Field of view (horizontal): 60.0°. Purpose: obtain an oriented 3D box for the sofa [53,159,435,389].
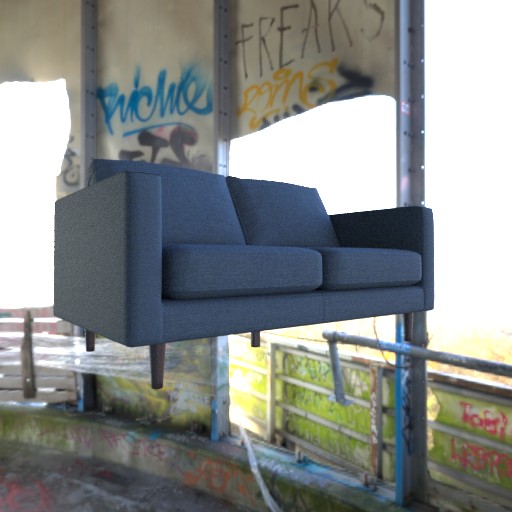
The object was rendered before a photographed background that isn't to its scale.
[{"bbox_3d":[0.000,0.000,2.201,1.659,0.907,0.999,0,0,-37],"label":"sofa"}]
